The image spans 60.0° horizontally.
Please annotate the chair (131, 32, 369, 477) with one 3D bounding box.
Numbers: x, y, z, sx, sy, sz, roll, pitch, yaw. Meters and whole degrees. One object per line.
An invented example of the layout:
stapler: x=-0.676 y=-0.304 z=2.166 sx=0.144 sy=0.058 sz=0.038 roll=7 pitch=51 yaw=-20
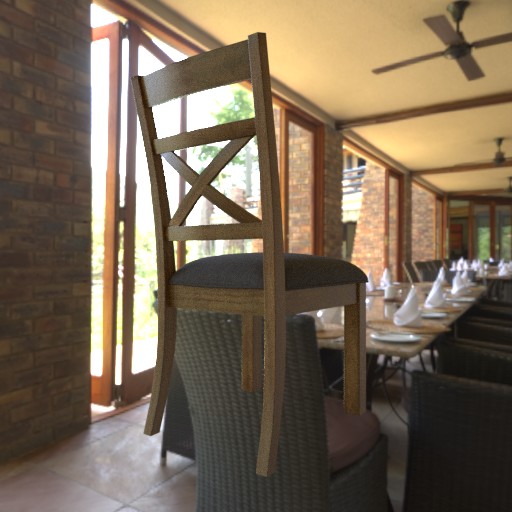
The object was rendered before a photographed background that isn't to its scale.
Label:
chair: x=0.000 y=0.000 z=1.262 sx=0.470 sy=0.949 sz=0.581 roll=0 pitch=0 yaw=36
